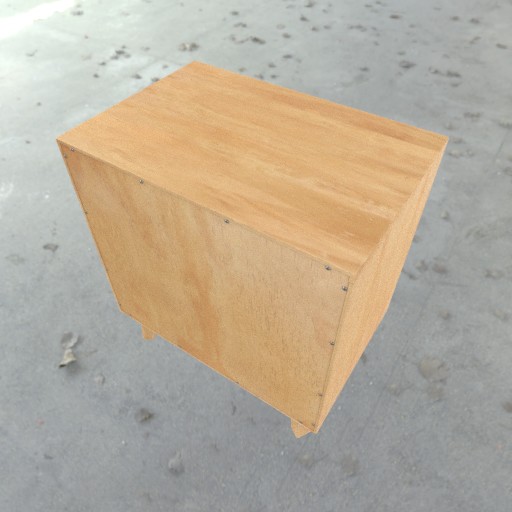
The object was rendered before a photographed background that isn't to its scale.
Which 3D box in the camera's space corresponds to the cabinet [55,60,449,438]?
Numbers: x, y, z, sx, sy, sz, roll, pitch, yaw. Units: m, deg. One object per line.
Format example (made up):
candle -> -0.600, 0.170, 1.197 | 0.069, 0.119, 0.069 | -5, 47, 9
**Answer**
cabinet -> 0.000, 0.000, 0.971 | 0.551, 0.599, 0.394 | 26, 52, 22
